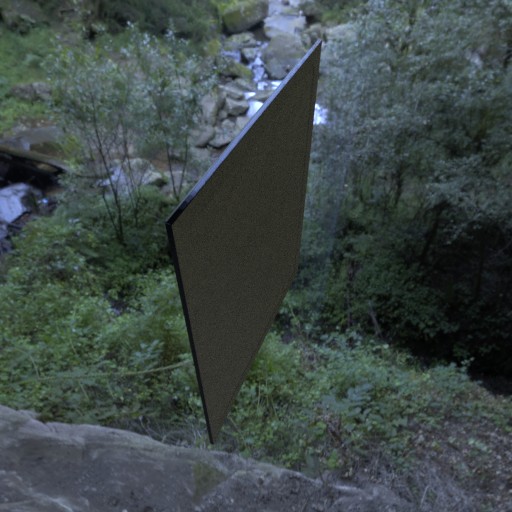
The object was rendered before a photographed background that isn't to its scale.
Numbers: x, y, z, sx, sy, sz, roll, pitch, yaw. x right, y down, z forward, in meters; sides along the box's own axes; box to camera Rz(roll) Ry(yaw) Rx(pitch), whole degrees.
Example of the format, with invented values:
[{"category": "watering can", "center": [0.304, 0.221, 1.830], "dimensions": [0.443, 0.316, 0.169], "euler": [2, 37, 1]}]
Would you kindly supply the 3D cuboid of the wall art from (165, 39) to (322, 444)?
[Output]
[{"category": "wall art", "center": [0.000, 0.000, 0.626], "dimensions": [0.023, 0.457, 0.381], "euler": [18, 50, 16]}]
